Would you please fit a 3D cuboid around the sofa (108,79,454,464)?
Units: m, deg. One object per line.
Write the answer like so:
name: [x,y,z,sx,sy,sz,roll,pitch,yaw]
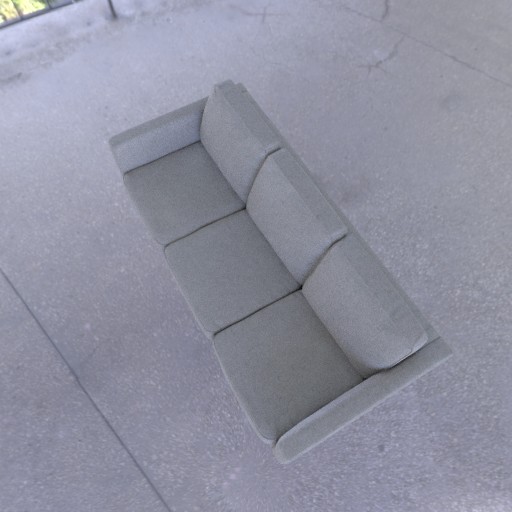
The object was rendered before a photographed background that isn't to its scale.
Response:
sofa: [0.000,0.000,2.509,0.944,0.918,1.983,-28,67,-13]
